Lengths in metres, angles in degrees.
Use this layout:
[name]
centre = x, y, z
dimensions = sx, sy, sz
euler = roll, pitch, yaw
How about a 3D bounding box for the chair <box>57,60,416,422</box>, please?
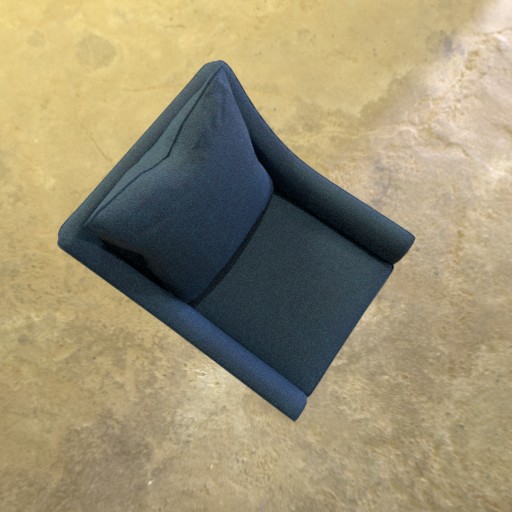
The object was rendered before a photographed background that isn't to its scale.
[chair]
centre = 0.000, 0.000, 1.570
dimensions = 0.870, 0.939, 0.750
euler = 35, 78, 9
